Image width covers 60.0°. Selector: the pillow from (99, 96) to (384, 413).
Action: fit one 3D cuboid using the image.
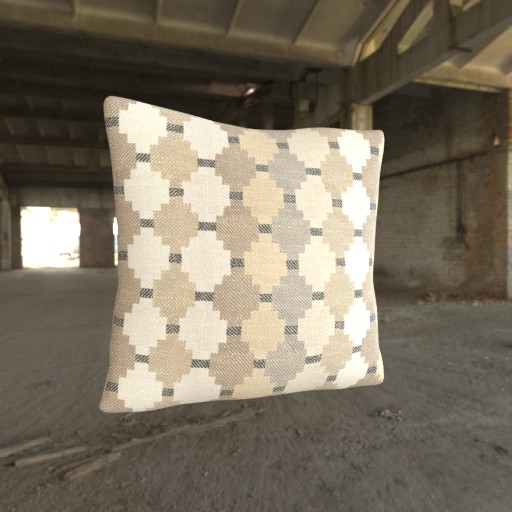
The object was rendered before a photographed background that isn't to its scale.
[{"bbox_3d":[0.000,0.000,0.860,0.578,0.558,0.192,0,1,-19],"label":"pillow"}]
